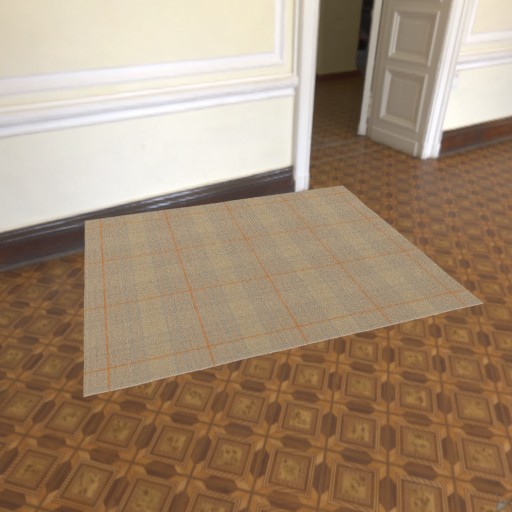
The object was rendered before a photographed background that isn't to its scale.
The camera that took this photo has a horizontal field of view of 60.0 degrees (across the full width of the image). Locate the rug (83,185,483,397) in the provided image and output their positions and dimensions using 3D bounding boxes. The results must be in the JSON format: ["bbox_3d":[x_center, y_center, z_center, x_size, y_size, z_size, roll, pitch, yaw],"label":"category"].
[{"bbox_3d":[0.000,0.000,4.136,3.051,0.021,2.448,-10,34,-15],"label":"rug"}]
